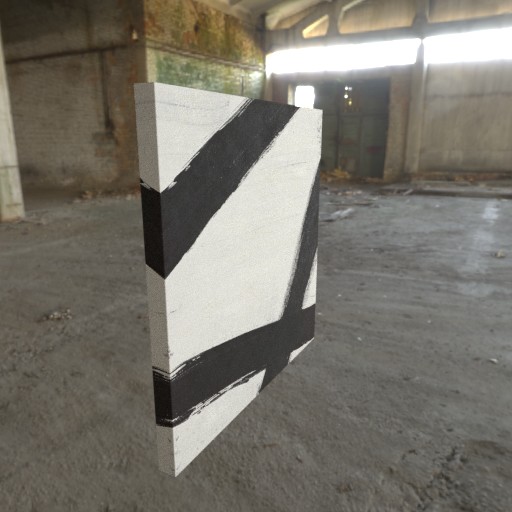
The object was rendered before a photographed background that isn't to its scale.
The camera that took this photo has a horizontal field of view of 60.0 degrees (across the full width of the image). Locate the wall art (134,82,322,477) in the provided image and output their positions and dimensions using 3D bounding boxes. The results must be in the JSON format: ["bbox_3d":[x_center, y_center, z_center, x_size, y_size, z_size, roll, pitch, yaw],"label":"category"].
[{"bbox_3d":[0.000,0.000,1.152,0.046,0.765,0.765,8,17,28],"label":"wall art"}]
